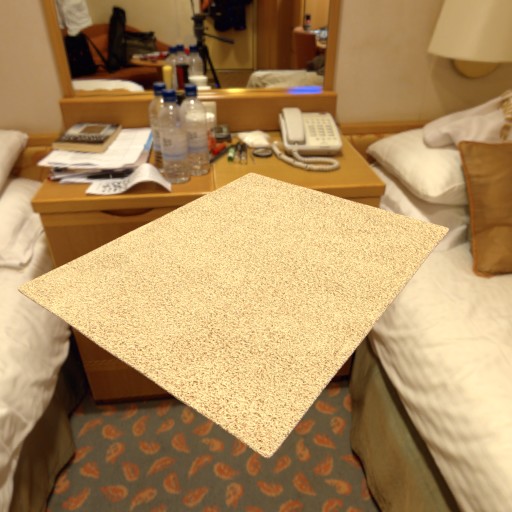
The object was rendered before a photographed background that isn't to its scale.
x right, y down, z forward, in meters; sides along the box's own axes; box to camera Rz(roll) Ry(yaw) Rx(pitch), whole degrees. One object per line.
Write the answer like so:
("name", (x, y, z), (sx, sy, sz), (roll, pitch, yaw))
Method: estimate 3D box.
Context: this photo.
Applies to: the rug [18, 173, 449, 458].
("rug", (0.000, 0.000, 3.902), (2.438, 0.029, 3.047), (22, 38, 30))
